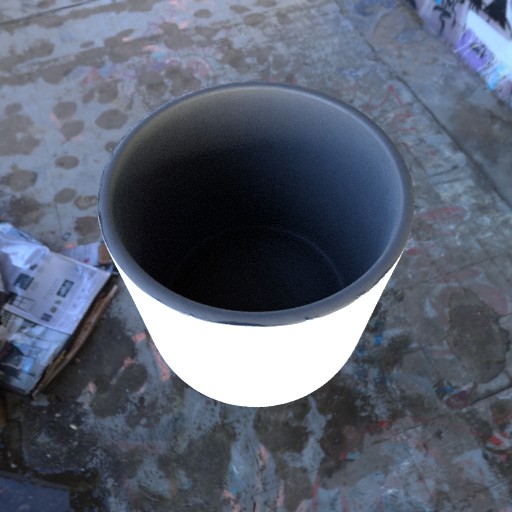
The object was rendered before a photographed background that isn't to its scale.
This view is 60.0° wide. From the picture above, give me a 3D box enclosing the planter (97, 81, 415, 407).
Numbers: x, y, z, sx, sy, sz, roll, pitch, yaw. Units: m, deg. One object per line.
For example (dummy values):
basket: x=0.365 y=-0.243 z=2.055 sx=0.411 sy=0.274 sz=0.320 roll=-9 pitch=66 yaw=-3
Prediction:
planter: x=0.000 y=0.000 z=0.391 sx=0.221 sy=0.201 sz=0.221 roll=0 pitch=58 yaw=0
